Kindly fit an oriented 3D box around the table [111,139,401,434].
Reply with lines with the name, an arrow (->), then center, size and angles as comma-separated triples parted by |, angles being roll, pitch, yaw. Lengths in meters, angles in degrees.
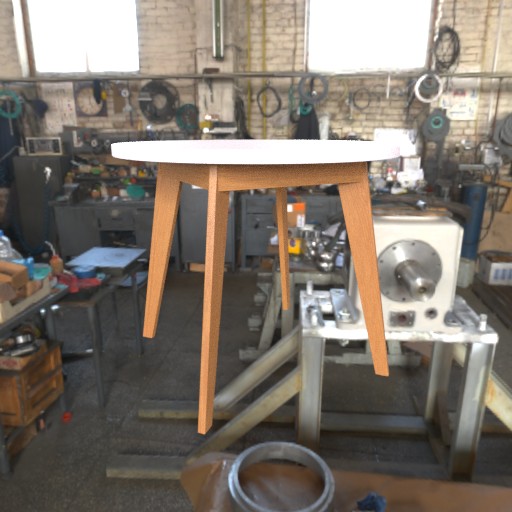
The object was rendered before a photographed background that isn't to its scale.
table -> 0.000, 0.000, 1.542 | 0.896, 0.762, 0.896 | 0, 16, 0
